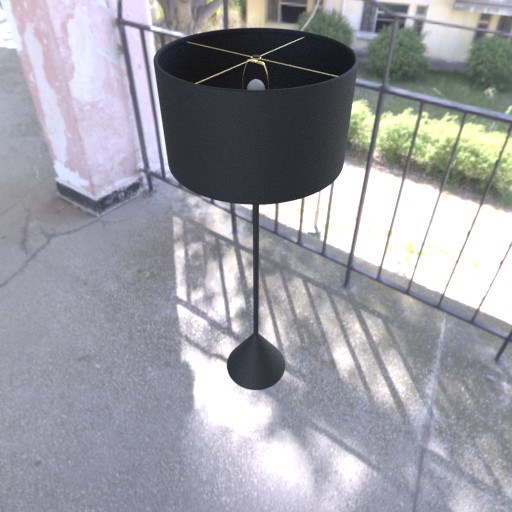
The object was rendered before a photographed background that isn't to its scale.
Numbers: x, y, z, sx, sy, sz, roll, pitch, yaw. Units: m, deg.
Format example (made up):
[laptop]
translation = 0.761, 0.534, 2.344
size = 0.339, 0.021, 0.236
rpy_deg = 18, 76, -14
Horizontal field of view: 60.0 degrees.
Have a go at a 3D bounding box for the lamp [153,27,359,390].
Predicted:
[lamp]
translation = 0.000, 0.000, 1.765
size = 0.580, 1.526, 0.580
rpy_deg = 25, 47, 27
